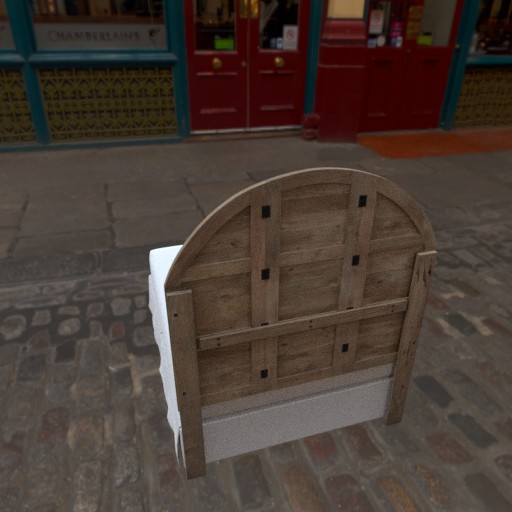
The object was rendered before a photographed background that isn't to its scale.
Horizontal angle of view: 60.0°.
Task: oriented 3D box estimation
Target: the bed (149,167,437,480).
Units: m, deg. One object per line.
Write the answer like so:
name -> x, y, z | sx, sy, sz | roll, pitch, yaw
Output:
bed -> 0.000, 0.000, 3.524 | 1.713, 2.002, 2.112 | -8, 29, -15
